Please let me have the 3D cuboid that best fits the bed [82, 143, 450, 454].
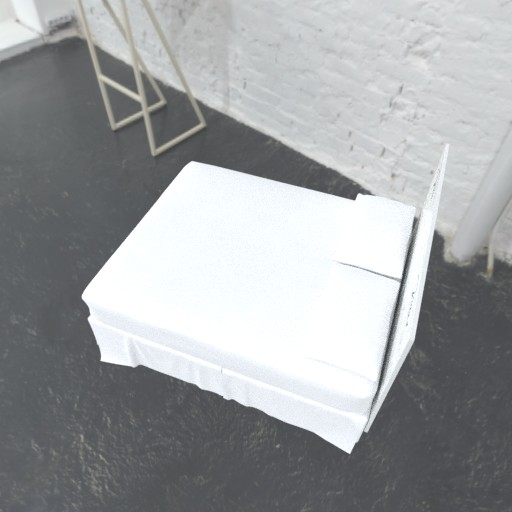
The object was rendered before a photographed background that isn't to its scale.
[{"bbox_3d":[0.000,0.000,3.171,2.094,1.335,1.745,16,50,14],"label":"bed"}]
